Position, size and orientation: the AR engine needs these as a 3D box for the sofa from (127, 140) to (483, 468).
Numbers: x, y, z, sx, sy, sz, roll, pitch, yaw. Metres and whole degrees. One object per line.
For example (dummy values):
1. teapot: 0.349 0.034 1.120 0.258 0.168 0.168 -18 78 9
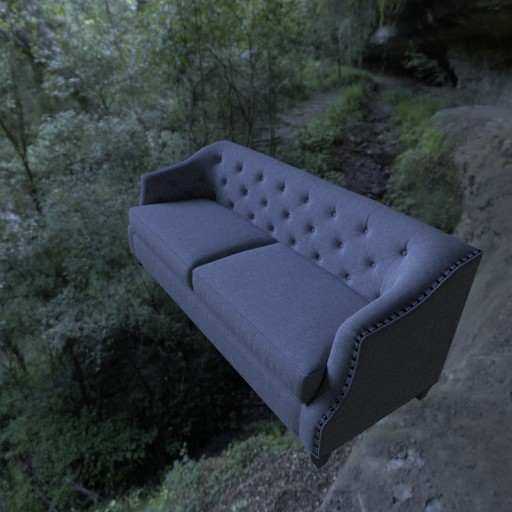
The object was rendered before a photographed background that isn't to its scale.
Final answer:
1. sofa: 0.000 0.000 2.715 0.914 0.901 2.235 -18 34 -29
